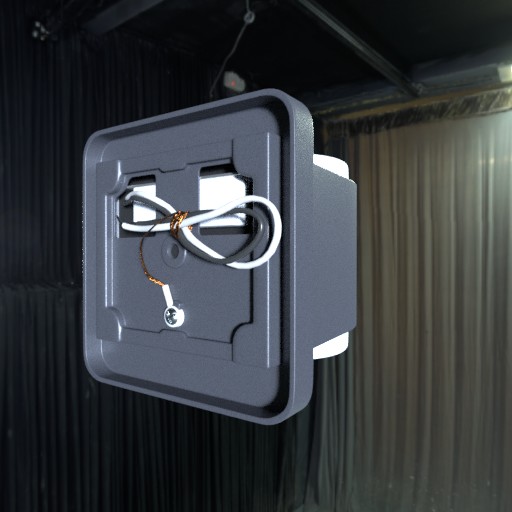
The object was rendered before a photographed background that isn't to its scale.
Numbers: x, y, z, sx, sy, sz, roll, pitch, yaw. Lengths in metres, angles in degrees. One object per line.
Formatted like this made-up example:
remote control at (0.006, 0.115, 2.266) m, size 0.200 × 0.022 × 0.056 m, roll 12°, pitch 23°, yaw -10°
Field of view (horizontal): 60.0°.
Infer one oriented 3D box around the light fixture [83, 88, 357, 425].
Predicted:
light fixture at (0.000, 0.000, 0.215) m, size 0.109 × 0.109 × 0.132 m, roll 0°, pitch 0°, yaw 35°
